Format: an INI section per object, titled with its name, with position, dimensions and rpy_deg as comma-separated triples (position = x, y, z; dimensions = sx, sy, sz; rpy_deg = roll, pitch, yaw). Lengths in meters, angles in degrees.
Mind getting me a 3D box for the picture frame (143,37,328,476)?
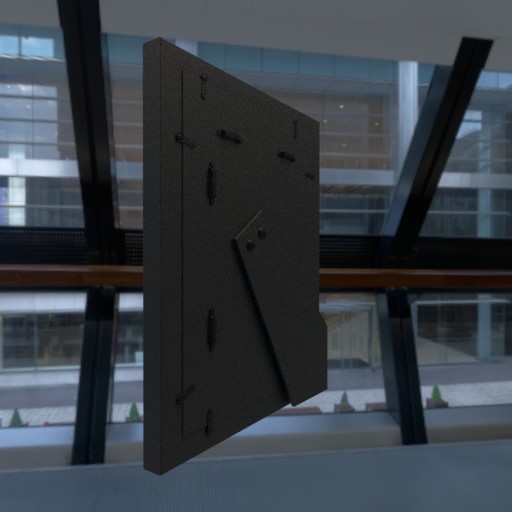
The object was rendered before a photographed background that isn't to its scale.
[picture frame]
position = 0.000, 0.000, 0.515
dimensions = 0.036, 0.383, 0.307
rpy_deg = 0, 1, 35
